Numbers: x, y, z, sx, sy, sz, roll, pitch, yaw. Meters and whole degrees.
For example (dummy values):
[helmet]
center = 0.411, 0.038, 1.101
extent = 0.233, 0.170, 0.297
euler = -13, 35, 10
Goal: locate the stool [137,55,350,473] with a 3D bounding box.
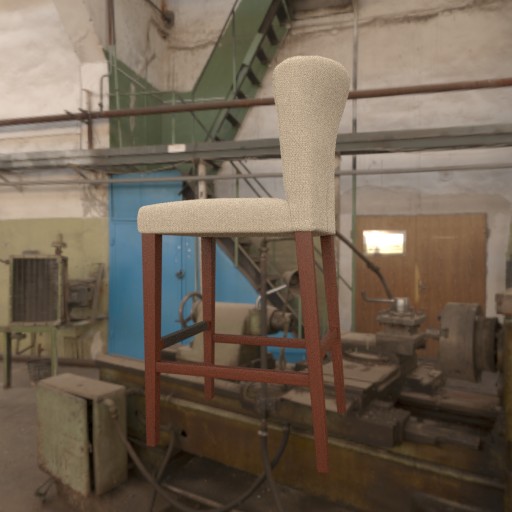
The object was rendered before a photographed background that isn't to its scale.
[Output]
[stool]
center = 0.000, 0.000, 1.374
extent = 0.568, 1.069, 0.481
euler = 0, 1, 17
